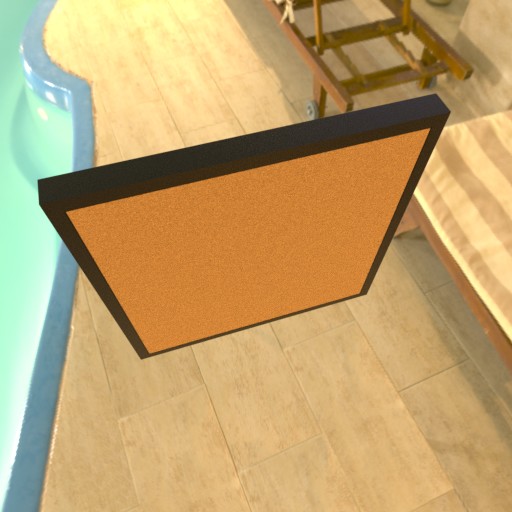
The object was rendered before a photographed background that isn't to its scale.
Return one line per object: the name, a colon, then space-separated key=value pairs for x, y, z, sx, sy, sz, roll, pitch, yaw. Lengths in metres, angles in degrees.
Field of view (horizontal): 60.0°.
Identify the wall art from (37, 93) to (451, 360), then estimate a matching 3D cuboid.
wall art: x=0.000 y=0.000 z=0.745 sx=0.506 sy=0.506 sz=0.038 roll=-15 pitch=59 yaw=-9
